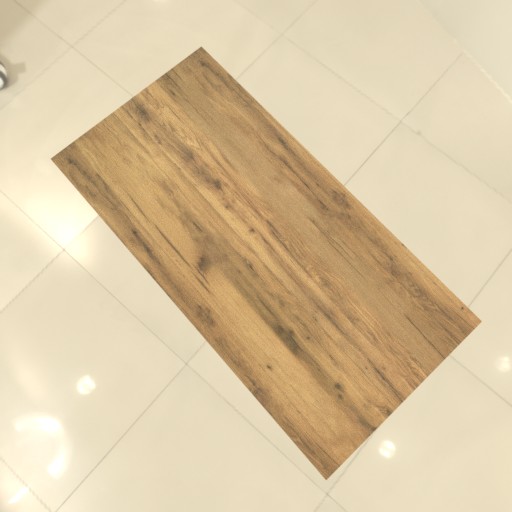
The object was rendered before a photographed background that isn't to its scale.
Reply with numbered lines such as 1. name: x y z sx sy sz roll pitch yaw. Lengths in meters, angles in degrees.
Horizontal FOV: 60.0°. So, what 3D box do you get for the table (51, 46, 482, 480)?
1. table: 0.000 0.000 2.514 1.000 0.770 2.000 -41 79 -10
